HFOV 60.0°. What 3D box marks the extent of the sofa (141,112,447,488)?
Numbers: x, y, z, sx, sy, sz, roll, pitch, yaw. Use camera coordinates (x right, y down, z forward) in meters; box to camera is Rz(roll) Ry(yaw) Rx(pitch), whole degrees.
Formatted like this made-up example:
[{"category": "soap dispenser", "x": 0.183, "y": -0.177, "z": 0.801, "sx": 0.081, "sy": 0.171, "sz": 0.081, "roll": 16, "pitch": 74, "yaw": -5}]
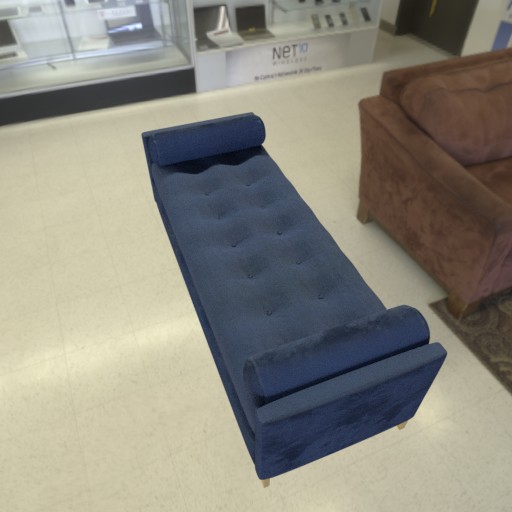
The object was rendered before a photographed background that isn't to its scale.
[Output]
[{"category": "sofa", "x": 0.000, "y": 0.000, "z": 2.469, "sx": 0.796, "sy": 0.705, "sz": 2.102, "roll": -15, "pitch": 47, "yaw": -15}]
